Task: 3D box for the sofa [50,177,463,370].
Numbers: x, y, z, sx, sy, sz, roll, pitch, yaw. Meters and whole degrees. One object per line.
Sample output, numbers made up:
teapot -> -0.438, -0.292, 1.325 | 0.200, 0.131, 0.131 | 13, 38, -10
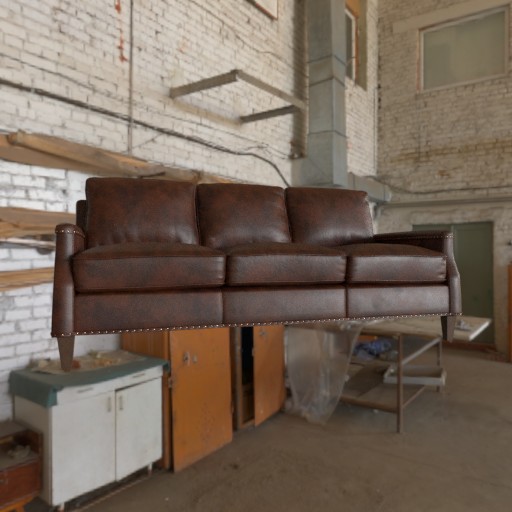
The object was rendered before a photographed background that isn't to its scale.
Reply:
sofa -> 0.000, 0.000, 2.767 | 2.240, 1.003, 1.084 | 0, 0, -18
